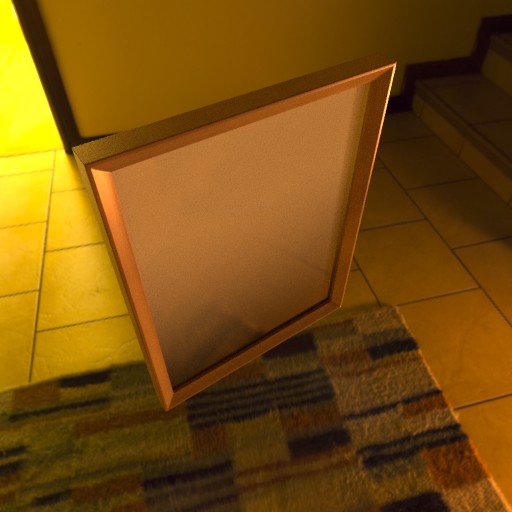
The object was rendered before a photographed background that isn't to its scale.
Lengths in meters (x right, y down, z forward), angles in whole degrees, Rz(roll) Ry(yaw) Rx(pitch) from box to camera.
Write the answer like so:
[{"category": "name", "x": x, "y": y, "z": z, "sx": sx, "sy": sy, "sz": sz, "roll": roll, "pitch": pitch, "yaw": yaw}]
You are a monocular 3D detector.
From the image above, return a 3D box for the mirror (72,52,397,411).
[{"category": "mirror", "x": 0.000, "y": 0.000, "z": 0.677, "sx": 0.406, "sy": 0.509, "sz": 0.041, "roll": -26, "pitch": 51, "yaw": -23}]
